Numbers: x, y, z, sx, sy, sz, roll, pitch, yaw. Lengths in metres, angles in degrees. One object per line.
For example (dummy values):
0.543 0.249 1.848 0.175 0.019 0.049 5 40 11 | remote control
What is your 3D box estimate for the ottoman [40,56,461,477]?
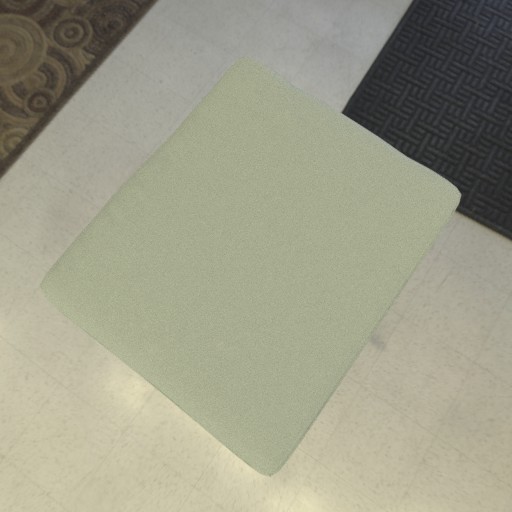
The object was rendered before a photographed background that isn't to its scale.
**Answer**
0.000 0.000 1.459 0.842 0.494 0.991 36 78 9 | ottoman
